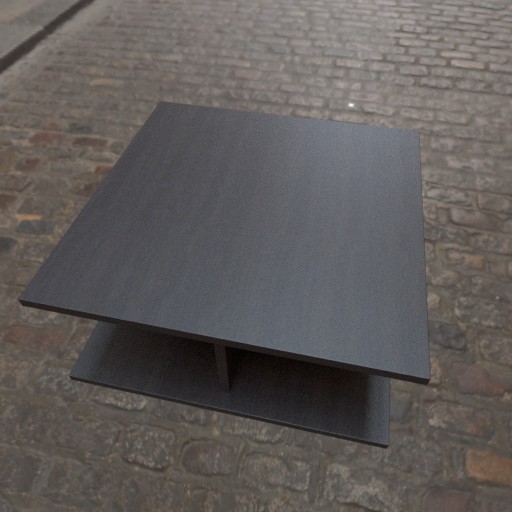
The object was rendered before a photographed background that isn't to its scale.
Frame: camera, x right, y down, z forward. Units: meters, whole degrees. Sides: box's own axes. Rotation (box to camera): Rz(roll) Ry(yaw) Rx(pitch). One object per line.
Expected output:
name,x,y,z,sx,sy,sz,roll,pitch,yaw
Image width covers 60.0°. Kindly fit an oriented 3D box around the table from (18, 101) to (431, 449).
table,0.000,0.000,1.184,0.762,0.396,0.762,9,49,8
